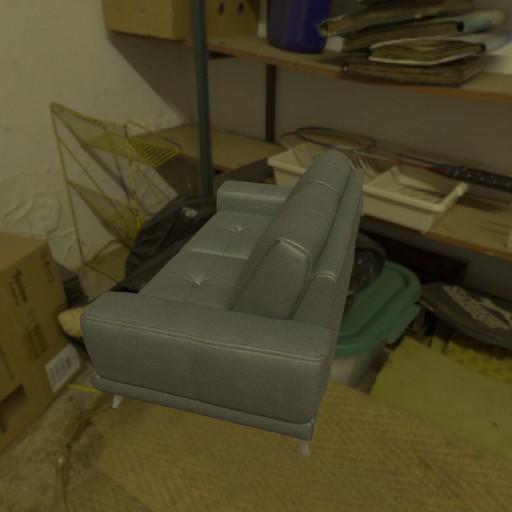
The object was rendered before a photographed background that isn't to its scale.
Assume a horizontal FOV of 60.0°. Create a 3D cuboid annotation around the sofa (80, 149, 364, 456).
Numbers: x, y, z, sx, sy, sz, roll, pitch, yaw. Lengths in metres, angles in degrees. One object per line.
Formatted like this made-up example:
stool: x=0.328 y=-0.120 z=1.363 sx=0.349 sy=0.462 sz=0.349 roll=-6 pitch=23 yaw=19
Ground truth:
sofa: x=0.000 y=0.000 z=2.434 sx=1.018 sy=0.907 sz=1.806 roll=8 pitch=29 yaw=14
